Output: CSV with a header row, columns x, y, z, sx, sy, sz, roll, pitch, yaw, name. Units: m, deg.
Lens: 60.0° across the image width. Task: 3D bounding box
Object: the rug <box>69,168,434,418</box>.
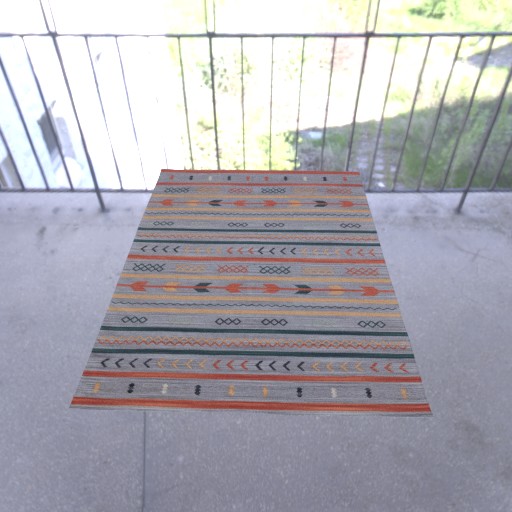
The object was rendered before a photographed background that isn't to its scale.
x,y,z,sx,sy,sz,roll,pitch,yaw,name
0.000,0.000,3.892,2.263,0.022,3.029,1,40,1,rug
